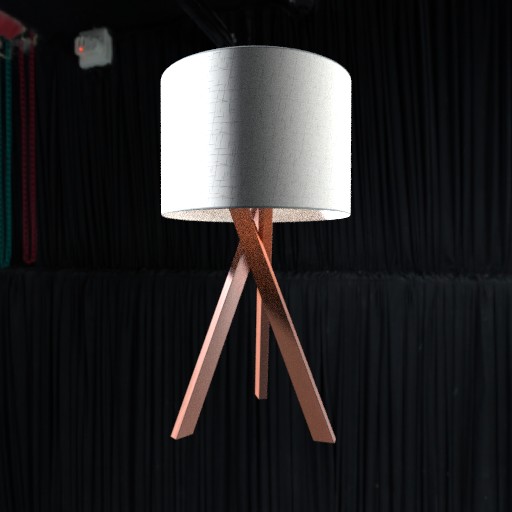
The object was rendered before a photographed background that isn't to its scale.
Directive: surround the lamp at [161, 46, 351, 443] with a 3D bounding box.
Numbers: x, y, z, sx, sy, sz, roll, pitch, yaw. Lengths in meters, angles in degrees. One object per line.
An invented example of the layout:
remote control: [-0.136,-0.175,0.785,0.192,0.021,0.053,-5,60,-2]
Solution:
lamp: [0.000,0.000,0.912,0.380,0.686,0.380,0,1,19]
